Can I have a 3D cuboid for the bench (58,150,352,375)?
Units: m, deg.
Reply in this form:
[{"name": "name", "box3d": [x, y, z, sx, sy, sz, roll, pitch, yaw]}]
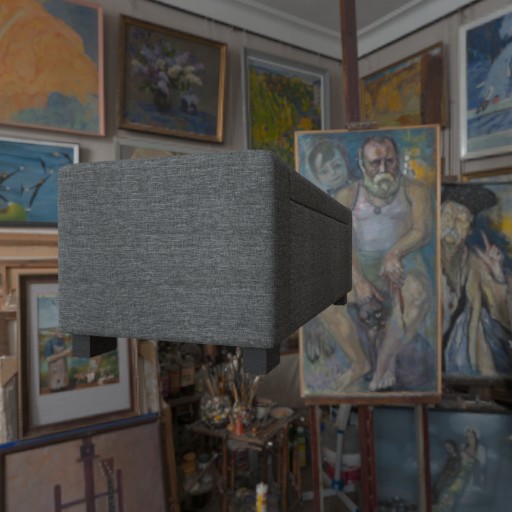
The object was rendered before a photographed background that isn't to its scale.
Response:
[{"name": "bench", "box3d": [0.000, 0.000, 1.516, 0.508, 0.445, 1.296, 0, 1, 19]}]
